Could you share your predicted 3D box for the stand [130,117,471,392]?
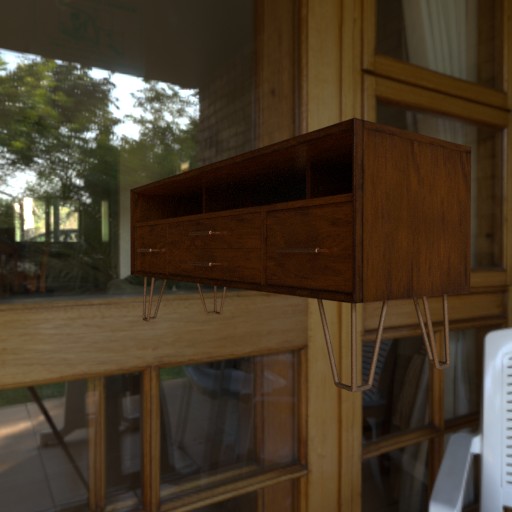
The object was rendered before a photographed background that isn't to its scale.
[{"bbox_3d":[0.000,0.000,1.643,0.481,0.610,1.372,-1,1,-35],"label":"stand"}]
